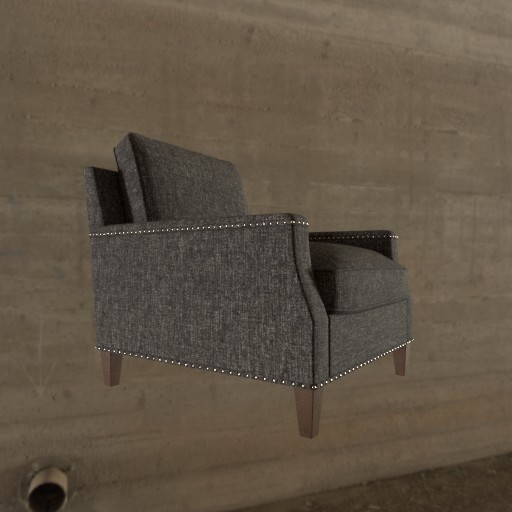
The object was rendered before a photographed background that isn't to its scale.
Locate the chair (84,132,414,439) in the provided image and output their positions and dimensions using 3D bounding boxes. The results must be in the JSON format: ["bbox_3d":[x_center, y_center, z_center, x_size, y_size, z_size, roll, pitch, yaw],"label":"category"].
[{"bbox_3d":[0.000,0.000,1.718,1.014,0.943,0.853,-1,-1,35],"label":"chair"}]
